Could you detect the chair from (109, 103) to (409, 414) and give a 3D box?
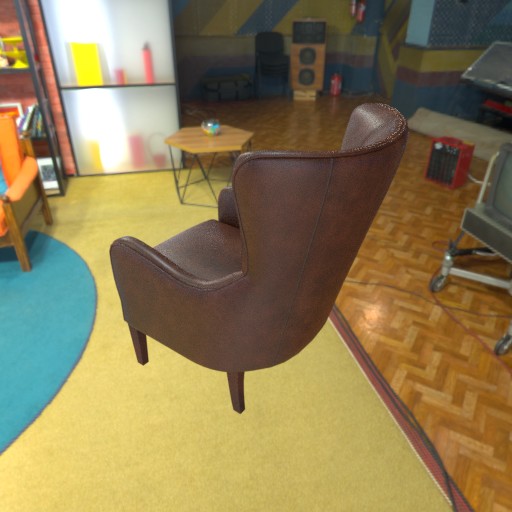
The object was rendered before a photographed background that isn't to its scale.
[{"bbox_3d":[0.000,0.000,1.633,0.914,1.048,0.692,21,37,31],"label":"chair"}]
